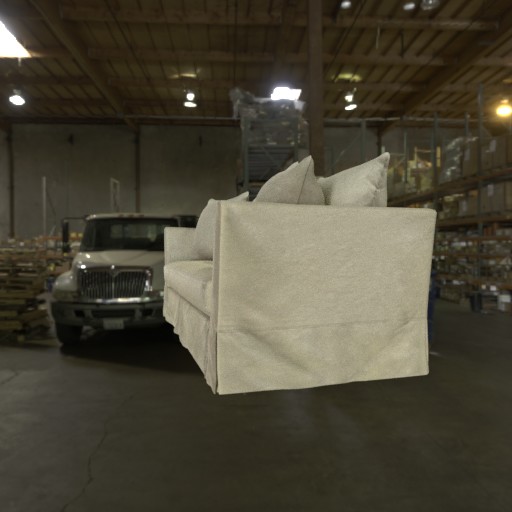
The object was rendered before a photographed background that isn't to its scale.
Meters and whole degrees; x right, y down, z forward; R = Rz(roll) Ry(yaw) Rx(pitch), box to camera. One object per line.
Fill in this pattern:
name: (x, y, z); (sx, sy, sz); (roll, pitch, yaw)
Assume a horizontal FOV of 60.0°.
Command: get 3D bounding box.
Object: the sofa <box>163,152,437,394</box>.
sofa: (0.000, 0.000, 2.880); (1.031, 1.034, 2.290); (0, 1, -17)
